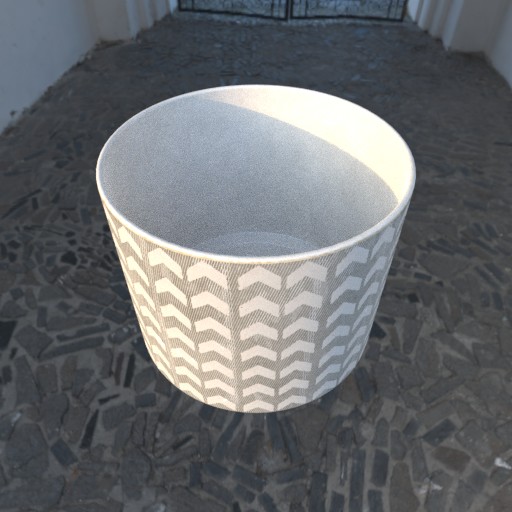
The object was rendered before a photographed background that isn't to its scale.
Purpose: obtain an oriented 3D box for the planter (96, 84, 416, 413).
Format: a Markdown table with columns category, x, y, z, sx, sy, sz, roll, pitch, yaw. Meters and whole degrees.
| category | x | y | z | sx | sy | sz | roll | pitch | yaw |
| --- | --- | --- | --- | --- | --- | --- | --- | --- | --- |
| planter | 0.000 | 0.000 | 0.334 | 0.190 | 0.181 | 0.190 | 0 | 45 | 0 |
